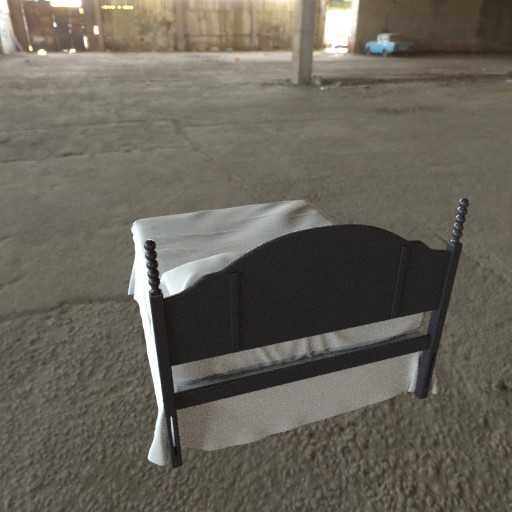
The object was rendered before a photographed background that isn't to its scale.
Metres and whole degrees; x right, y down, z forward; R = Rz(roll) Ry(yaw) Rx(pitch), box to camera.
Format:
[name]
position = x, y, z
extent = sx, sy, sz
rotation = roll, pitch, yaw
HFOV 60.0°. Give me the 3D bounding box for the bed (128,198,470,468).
[bed]
position = 0.000, 0.000, 3.190
extent = 1.873, 1.356, 2.040
rotation = -9, 28, -16
